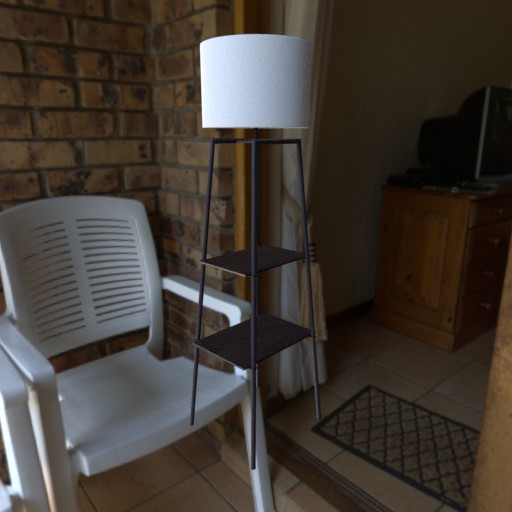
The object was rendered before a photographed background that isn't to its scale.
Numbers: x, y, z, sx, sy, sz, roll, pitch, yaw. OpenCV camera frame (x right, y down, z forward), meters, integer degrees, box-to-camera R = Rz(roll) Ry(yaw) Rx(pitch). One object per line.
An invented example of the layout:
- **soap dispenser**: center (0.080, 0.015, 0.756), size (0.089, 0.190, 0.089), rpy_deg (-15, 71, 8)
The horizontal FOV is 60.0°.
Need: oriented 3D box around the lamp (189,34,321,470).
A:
- **lamp**: center (0.000, 0.000, 1.696), size (0.384, 1.474, 0.427), rpy_deg (15, 21, 42)
